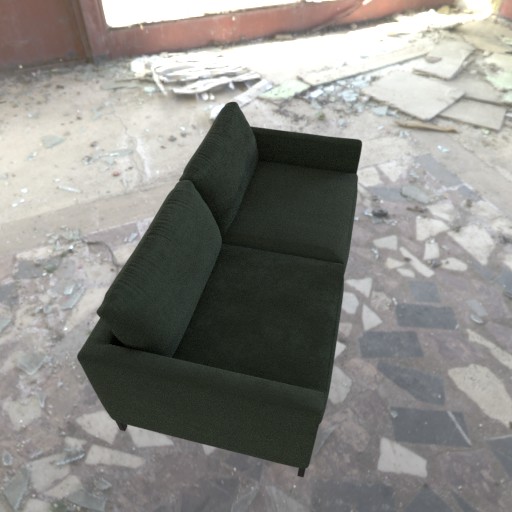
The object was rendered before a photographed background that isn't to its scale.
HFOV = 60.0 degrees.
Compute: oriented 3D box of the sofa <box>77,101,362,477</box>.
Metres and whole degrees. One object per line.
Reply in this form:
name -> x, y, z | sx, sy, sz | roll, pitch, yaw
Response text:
sofa -> 0.000, 0.000, 2.146 | 0.875, 0.817, 1.676 | 10, 46, 10
